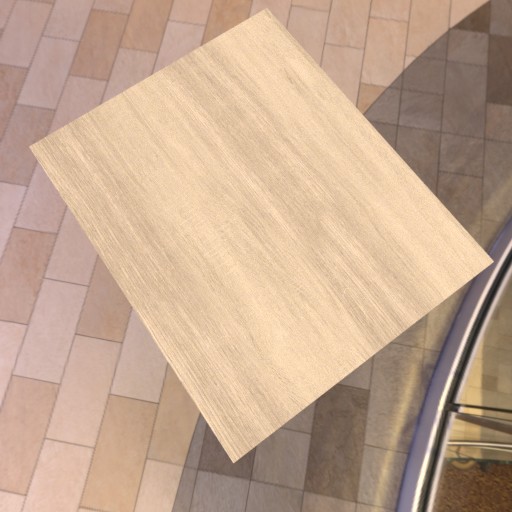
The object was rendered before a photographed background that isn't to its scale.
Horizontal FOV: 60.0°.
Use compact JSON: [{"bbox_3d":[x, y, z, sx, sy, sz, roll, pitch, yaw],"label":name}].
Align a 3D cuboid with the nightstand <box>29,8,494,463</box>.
[{"bbox_3d":[0.000,0.000,0.778,0.380,0.500,0.450,-35,77,-9],"label":"nightstand"}]
